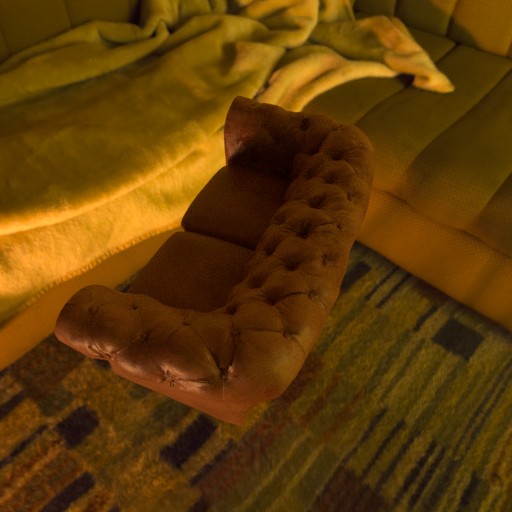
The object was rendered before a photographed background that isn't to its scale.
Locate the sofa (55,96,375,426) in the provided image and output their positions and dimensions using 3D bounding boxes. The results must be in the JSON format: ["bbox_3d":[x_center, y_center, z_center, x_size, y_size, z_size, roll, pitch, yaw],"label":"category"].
[{"bbox_3d":[0.000,0.000,2.518,1.042,0.877,1.979,17,51,14],"label":"sofa"}]
